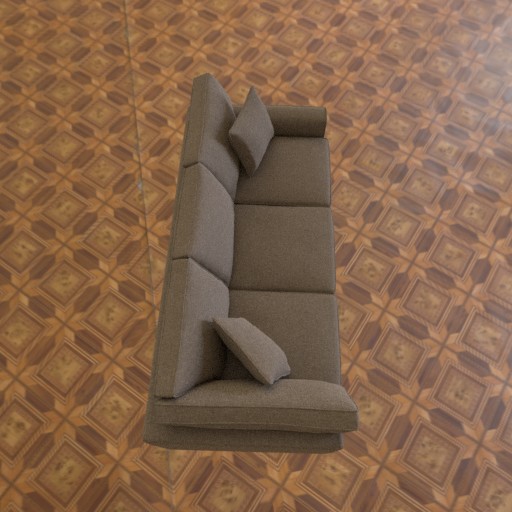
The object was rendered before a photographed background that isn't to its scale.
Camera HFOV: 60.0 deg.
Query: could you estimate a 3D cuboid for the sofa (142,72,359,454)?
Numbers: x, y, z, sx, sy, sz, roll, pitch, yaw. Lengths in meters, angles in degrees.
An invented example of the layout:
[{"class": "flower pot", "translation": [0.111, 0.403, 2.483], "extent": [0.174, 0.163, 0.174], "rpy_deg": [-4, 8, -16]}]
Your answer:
[{"class": "sofa", "translation": [0.000, 0.000, 2.884], "extent": [1.061, 0.962, 2.317], "rpy_deg": [2, 64, 1]}]
